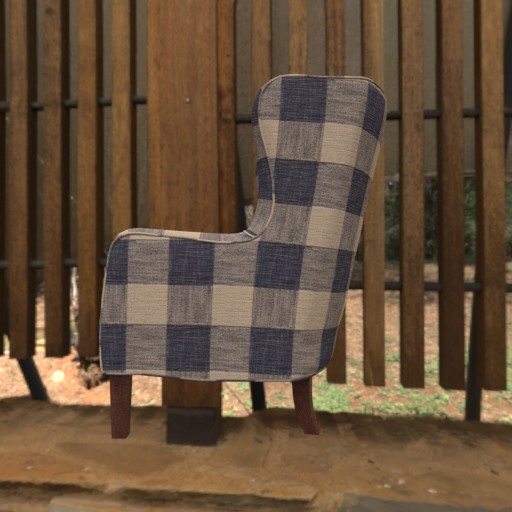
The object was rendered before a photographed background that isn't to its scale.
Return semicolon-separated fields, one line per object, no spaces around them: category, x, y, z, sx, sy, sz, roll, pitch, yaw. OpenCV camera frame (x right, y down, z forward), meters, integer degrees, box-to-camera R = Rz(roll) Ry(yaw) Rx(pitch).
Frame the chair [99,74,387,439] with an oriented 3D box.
chair;0.000;0.000;1.639;0.889;1.041;0.830;0;-1;1
